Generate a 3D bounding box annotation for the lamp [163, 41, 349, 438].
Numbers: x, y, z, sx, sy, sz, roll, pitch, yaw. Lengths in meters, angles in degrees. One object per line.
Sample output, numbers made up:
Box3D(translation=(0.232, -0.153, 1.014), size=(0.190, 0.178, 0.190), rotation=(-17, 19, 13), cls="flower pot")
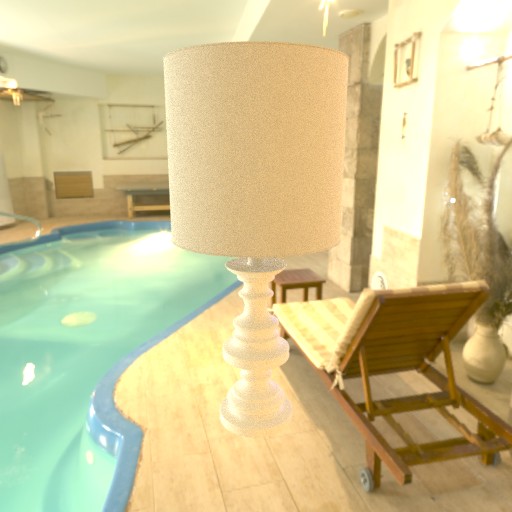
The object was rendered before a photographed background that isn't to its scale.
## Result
Box3D(translation=(0.000, 0.000, 0.561), size=(0.208, 0.455, 0.208), rotation=(-2, 14, -10), cls="lamp")
